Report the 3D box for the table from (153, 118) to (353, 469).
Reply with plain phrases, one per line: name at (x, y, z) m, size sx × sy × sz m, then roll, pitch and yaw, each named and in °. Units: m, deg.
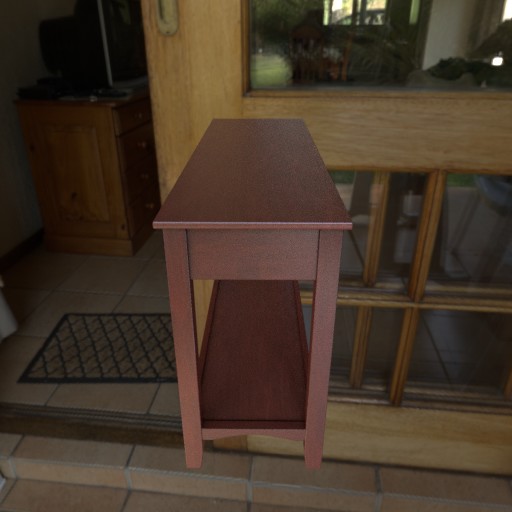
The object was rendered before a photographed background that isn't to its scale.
table at (0.000, 0.000, 1.554) m, size 0.392 × 0.739 × 1.188 m, roll 0°, pitch 27°, yaw 1°
